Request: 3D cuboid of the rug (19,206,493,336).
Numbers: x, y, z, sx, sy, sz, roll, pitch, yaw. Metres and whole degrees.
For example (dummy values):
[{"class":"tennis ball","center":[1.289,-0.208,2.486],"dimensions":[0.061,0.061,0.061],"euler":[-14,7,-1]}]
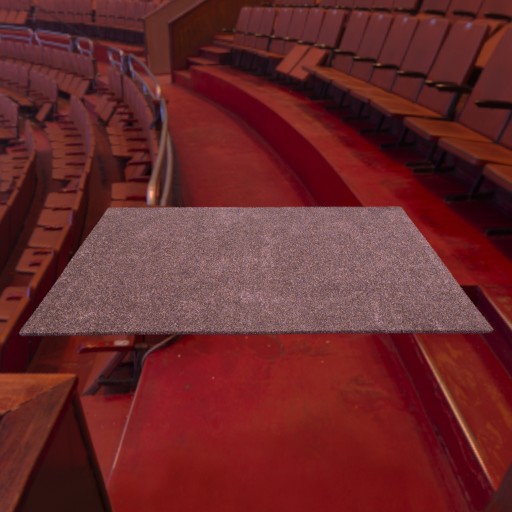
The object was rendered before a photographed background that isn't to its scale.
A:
[{"class":"rug","center":[0.000,0.000,3.303],"dimensions":[2.699,0.026,1.802],"euler":[0,29,0]}]
